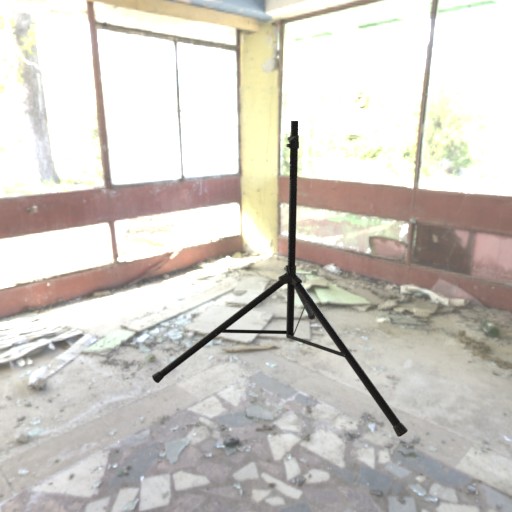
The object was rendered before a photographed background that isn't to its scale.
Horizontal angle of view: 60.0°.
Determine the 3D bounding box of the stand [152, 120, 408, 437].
[{"bbox_3d":[0.000,0.000,2.728,1.339,1.595,1.596,-3,16,-9],"label":"stand"}]
